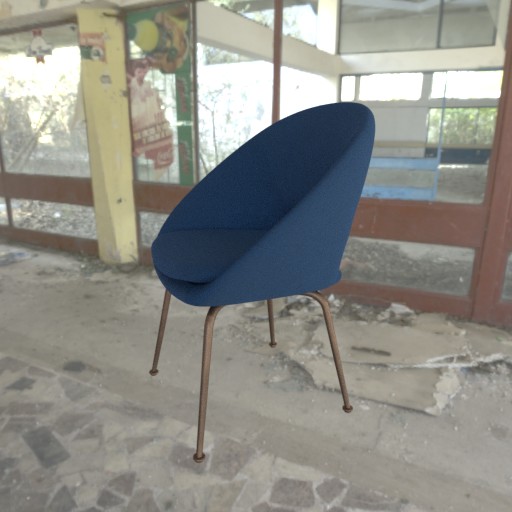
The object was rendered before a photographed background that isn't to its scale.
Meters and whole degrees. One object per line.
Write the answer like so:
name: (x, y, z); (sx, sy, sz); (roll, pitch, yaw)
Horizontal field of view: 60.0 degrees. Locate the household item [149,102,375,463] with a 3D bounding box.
household item: (0.000, 0.000, 1.277); (0.573, 0.852, 0.623); (-7, 17, -25)
